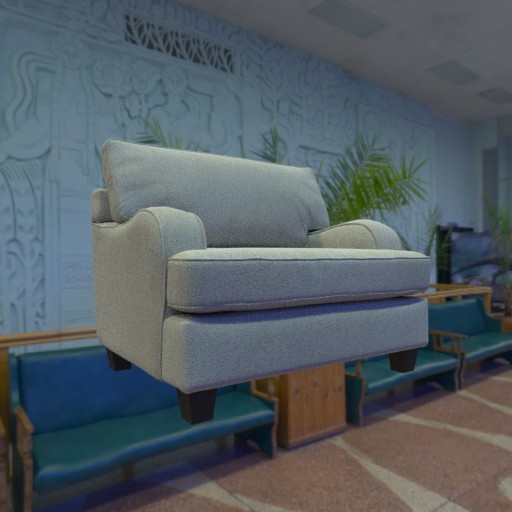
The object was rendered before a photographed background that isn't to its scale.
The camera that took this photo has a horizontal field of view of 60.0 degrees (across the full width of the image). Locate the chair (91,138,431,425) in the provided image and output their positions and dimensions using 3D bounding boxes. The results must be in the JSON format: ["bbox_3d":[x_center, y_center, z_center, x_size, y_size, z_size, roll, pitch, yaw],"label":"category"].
[{"bbox_3d":[0.000,0.000,2.006,1.220,1.016,1.041,0,0,-35],"label":"chair"}]
